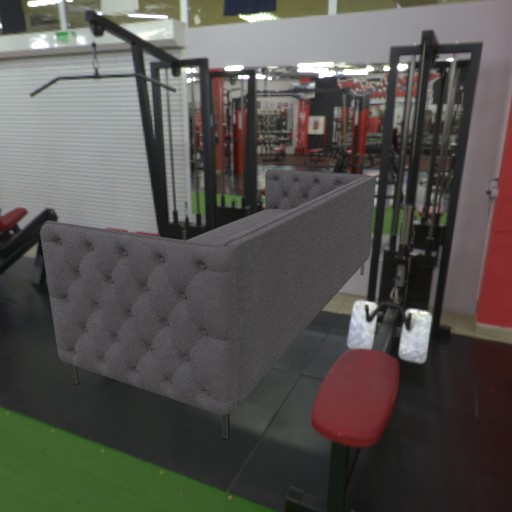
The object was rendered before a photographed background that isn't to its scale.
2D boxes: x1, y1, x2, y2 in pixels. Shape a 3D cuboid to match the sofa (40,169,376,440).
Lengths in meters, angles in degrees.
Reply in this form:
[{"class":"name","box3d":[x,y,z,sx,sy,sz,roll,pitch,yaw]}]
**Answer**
[{"class":"sofa","box3d":[0.000,0.000,2.614,0.895,0.771,2.209,9,19,26]}]
